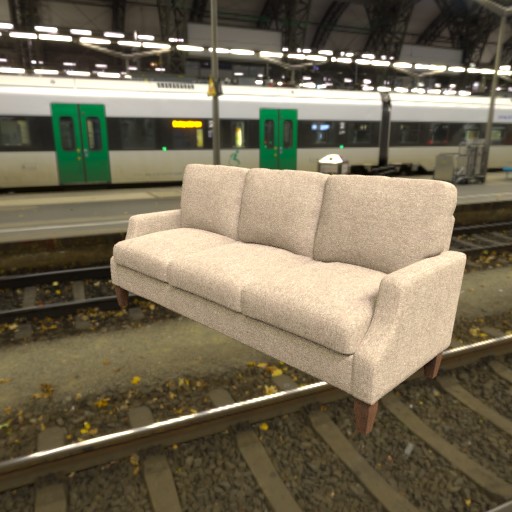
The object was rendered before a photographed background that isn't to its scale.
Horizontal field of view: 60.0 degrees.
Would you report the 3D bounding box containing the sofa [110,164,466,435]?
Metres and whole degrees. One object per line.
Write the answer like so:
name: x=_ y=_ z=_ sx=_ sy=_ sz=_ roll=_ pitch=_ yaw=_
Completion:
sofa: x=0.000 y=0.000 z=2.638 sx=0.888 sy=0.984 sz=2.115 roll=-14 pitch=21 yaw=-43
